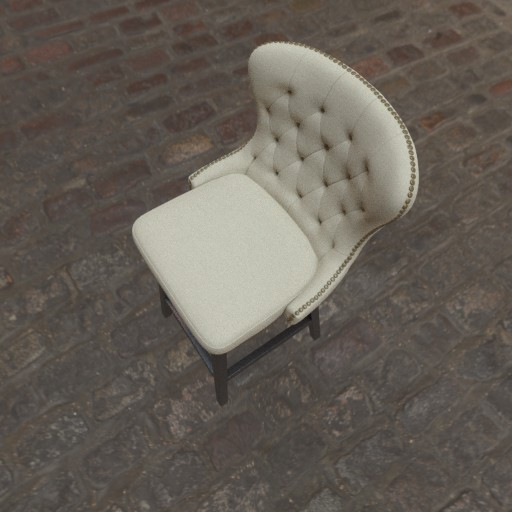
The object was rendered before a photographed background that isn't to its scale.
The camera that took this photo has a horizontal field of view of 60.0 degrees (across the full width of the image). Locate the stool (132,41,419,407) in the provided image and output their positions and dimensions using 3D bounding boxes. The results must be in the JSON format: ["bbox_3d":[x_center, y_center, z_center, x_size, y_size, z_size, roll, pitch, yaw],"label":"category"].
[{"bbox_3d":[0.000,0.000,1.282,0.593,0.971,0.528,-32,67,-15],"label":"stool"}]
